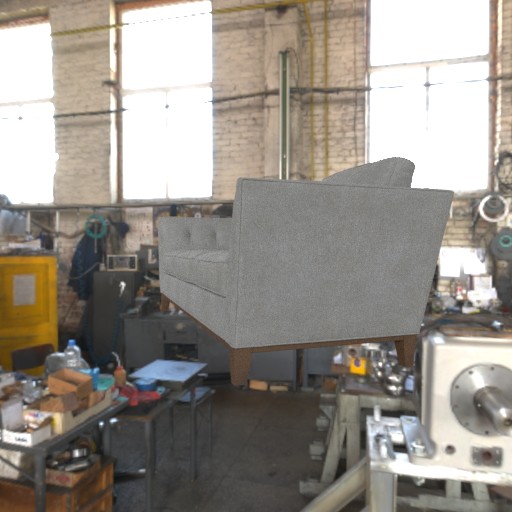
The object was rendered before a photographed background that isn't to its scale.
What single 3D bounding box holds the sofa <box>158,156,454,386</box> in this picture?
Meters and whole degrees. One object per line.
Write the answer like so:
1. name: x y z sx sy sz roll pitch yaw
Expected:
1. sofa: 0.000 0.000 2.855 0.965 0.940 2.387 0 1 -19
